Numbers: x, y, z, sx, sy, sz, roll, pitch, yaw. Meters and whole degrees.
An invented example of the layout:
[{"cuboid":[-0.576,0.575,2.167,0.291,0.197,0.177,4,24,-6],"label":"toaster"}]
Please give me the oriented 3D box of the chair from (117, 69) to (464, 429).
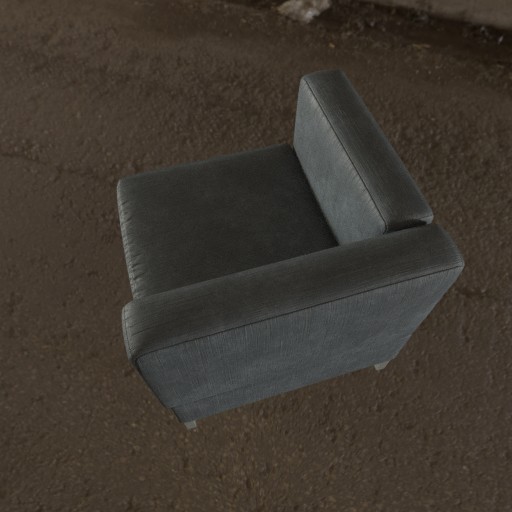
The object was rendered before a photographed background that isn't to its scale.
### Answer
[{"cuboid":[0.000,0.000,1.226,0.680,0.660,0.680,-14,59,-9],"label":"chair"}]
